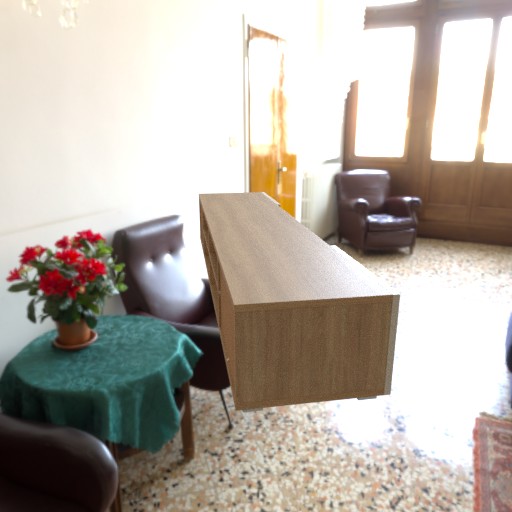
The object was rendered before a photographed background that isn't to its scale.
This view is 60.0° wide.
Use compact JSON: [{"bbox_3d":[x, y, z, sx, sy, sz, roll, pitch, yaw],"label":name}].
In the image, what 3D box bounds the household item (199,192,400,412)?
[{"bbox_3d":[0.000,0.000,1.997,0.420,0.310,1.850,-3,16,-9],"label":"household item"}]
